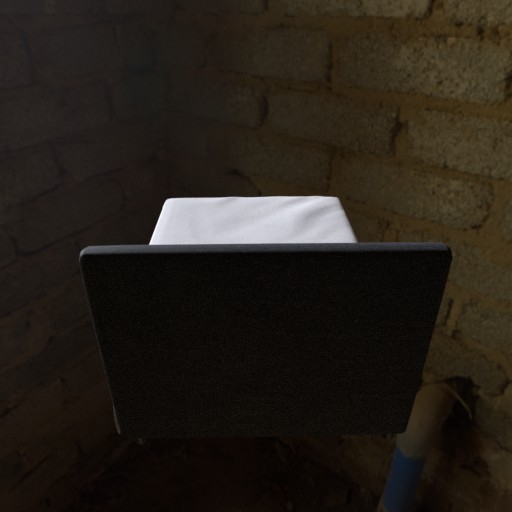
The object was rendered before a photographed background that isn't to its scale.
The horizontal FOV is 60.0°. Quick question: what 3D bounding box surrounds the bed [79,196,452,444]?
[{"bbox_3d":[0.000,0.000,3.151,1.723,1.330,2.142,-1,31,-1],"label":"bed"}]
